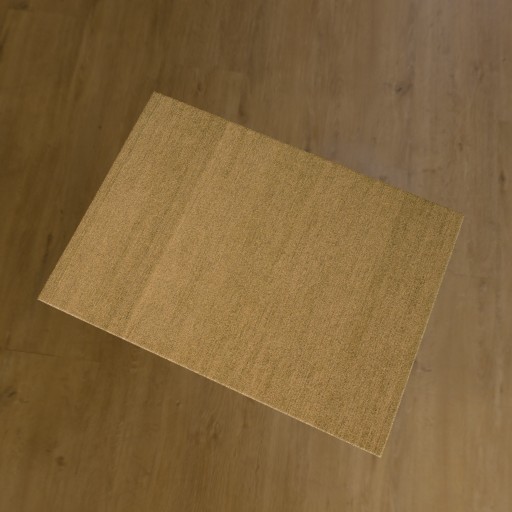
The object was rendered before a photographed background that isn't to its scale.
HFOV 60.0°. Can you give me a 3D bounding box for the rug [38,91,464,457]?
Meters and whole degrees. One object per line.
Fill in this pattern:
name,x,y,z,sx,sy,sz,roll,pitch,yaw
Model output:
rug,0.000,0.000,4.898,3.935,0.025,2.782,23,77,6
